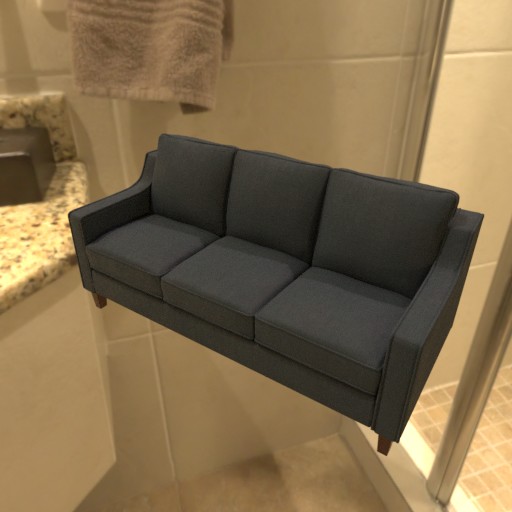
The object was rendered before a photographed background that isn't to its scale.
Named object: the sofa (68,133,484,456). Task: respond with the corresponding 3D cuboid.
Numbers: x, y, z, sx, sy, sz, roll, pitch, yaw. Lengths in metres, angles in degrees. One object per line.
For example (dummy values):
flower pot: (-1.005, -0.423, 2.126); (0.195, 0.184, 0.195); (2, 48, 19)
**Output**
sofa: (0.000, 0.000, 2.403); (1.986, 0.974, 0.911); (19, 35, 29)
